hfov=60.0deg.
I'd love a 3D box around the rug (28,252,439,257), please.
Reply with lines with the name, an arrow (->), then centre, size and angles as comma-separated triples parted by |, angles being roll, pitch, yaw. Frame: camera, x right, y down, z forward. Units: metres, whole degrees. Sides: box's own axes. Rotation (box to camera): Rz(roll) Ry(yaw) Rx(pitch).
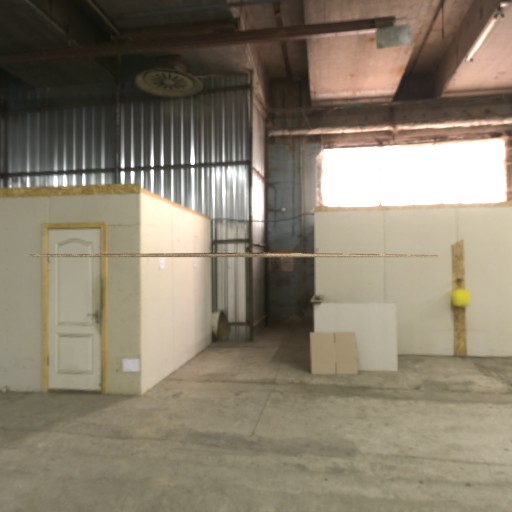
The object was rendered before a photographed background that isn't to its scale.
rug -> 0.000, 0.000, 4.157 | 2.466, 0.021, 3.049 | 0, 0, 37
